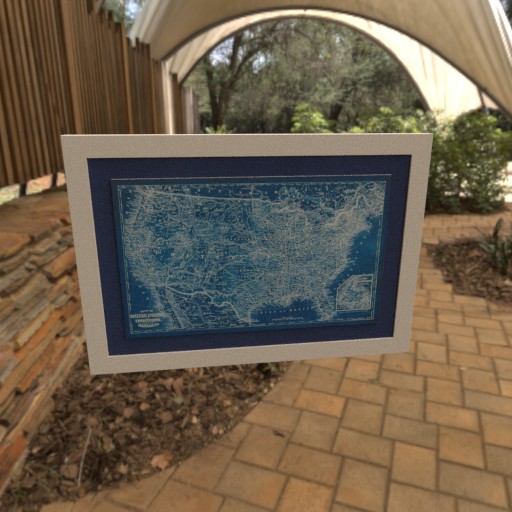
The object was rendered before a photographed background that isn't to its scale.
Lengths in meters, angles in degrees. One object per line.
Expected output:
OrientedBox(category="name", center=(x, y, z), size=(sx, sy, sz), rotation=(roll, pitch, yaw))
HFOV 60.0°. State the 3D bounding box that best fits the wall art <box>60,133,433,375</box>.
OrientedBox(category="wall art", center=(0.000, 0.000, 1.702), size=(1.308, 0.902, 0.051), rotation=(-2, 17, -7))
